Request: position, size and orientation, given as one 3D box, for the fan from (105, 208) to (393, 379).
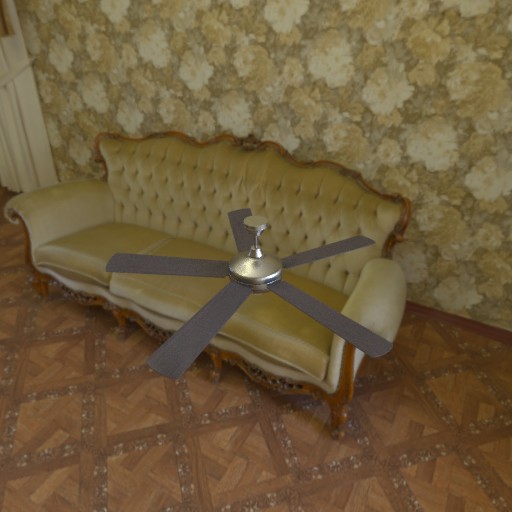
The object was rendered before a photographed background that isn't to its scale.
[{"bbox_3d":[0.000,0.000,1.998,1.321,0.356,1.321,-9,33,-15],"label":"fan"}]
